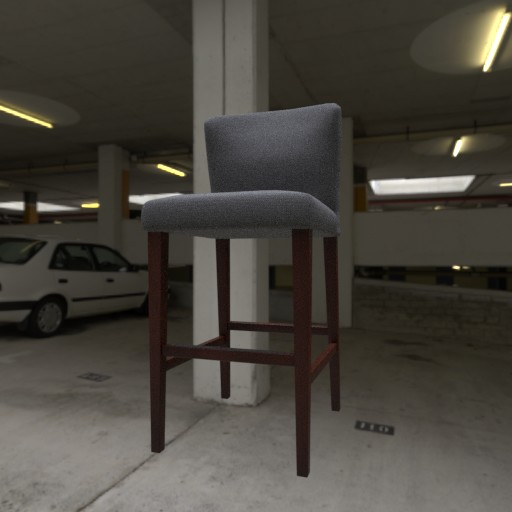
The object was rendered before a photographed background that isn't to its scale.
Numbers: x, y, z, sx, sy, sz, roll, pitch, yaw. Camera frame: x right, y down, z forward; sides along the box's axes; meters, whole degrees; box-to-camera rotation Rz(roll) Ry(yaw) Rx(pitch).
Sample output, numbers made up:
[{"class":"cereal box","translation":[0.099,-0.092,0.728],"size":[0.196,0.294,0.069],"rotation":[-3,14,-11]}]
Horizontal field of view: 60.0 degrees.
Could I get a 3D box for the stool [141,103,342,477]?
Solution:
[{"class":"stool","translation":[0.000,0.000,1.380],"size":[0.486,1.069,0.568],"rotation":[0,0,19]}]
